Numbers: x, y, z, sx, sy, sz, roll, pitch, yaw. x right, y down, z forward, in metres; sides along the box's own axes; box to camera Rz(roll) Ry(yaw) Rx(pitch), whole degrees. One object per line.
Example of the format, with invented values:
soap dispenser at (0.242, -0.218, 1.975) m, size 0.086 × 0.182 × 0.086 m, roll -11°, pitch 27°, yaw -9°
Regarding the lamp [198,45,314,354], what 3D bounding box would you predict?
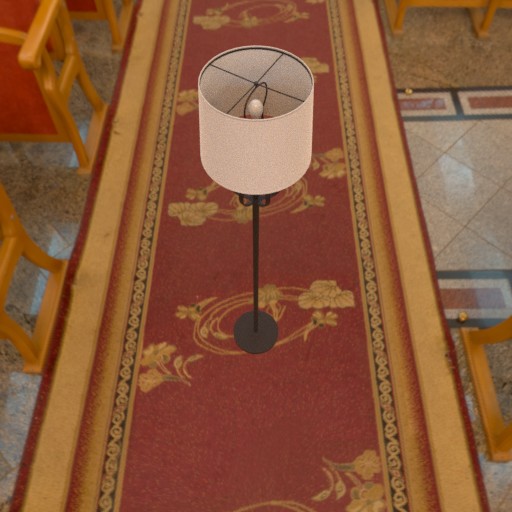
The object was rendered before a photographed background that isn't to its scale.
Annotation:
lamp at (0.000, 0.000, 1.589) m, size 0.286 × 1.462 × 0.286 m, roll 1°, pitch 58°, yaw 1°
